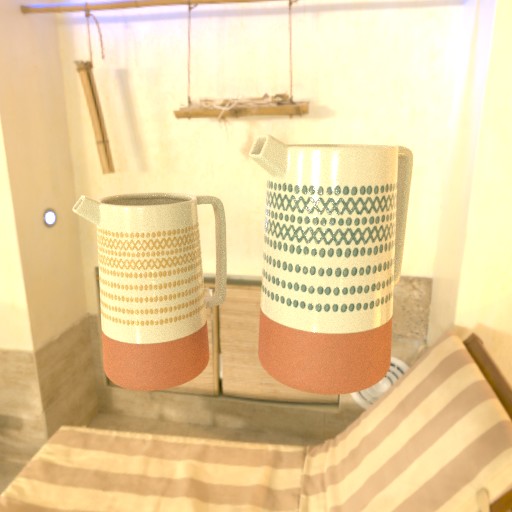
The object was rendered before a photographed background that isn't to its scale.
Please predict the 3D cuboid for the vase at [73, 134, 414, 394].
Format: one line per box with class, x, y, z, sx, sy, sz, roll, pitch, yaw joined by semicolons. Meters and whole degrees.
vase;0.000;0.000;0.467;0.326;0.247;0.168;2;16;9
